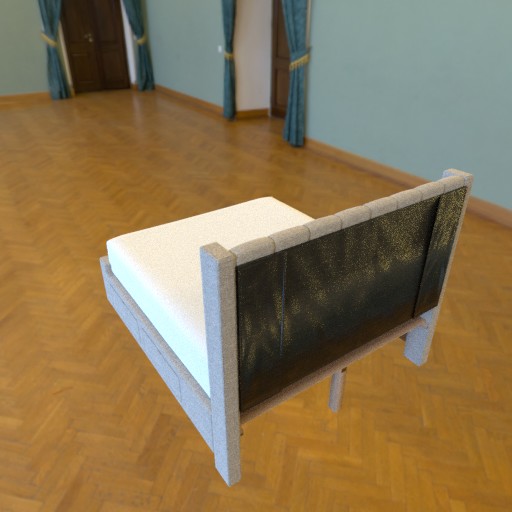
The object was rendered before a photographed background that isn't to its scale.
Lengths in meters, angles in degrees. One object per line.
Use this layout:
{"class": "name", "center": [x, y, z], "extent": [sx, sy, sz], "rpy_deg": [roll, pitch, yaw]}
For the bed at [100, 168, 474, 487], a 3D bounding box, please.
{"class": "bed", "center": [0.000, 0.000, 3.801], "extent": [2.044, 1.748, 2.372], "rpy_deg": [-19, 35, -29]}
